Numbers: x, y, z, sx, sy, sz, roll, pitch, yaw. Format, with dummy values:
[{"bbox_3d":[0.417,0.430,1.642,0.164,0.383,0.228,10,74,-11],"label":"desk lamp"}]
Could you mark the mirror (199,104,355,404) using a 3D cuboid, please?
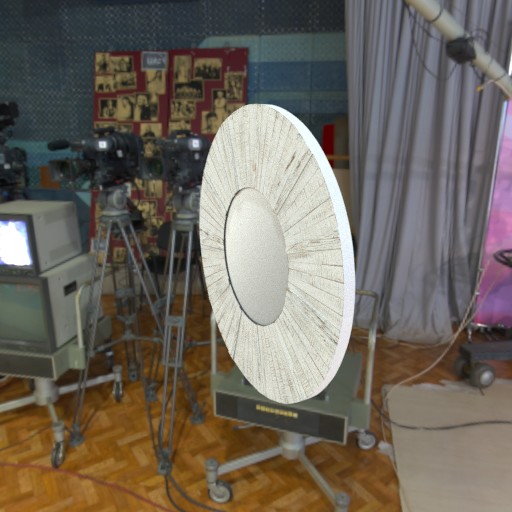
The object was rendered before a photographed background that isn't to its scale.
[{"bbox_3d":[0.000,0.000,1.411,0.038,0.914,0.914,-8,17,-27],"label":"mirror"}]
